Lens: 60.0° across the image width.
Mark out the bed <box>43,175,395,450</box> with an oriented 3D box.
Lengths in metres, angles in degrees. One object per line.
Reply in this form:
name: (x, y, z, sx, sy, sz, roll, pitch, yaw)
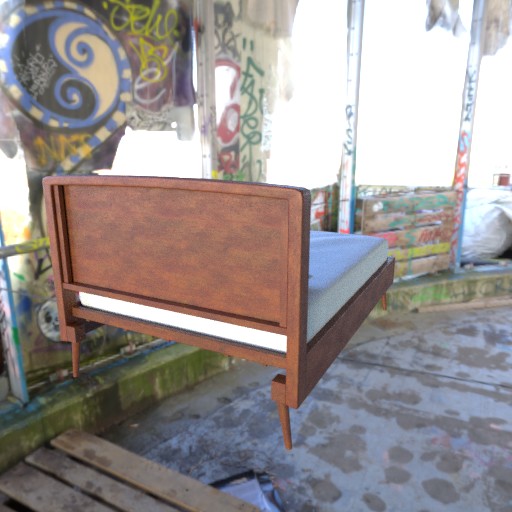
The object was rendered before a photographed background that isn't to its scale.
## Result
bed: (0.000, 0.000, 3.240, 1.587, 1.275, 2.196, 7, 16, 27)
